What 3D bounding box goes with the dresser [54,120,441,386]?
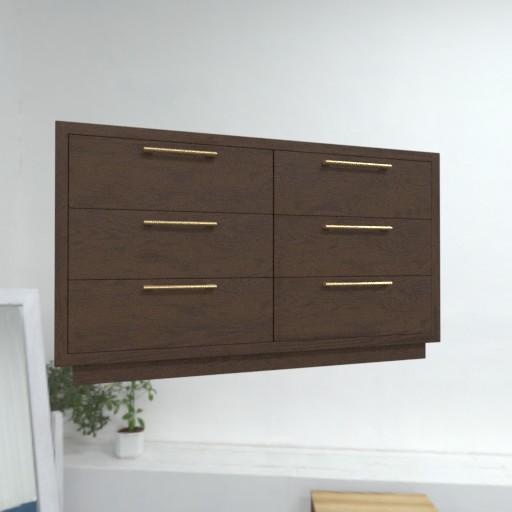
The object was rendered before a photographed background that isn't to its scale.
[{"bbox_3d":[0.000,0.000,1.894,1.523,0.889,0.512,0,-1,-17],"label":"dresser"}]
